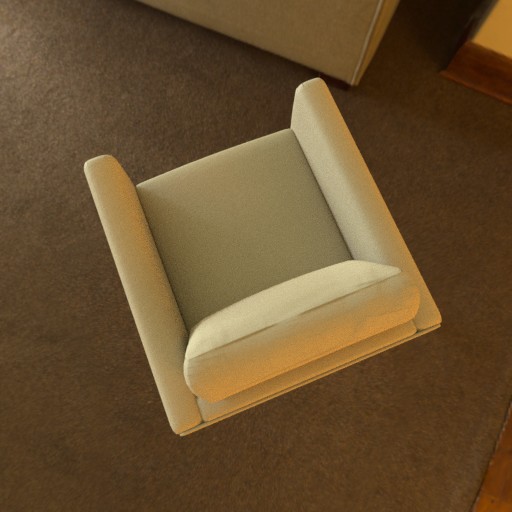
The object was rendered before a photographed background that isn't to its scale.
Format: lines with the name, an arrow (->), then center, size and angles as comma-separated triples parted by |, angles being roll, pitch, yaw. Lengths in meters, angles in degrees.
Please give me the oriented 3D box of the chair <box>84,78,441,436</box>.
chair -> 0.000, 0.000, 1.676 | 0.914, 0.838, 0.959 | -21, 78, -5
